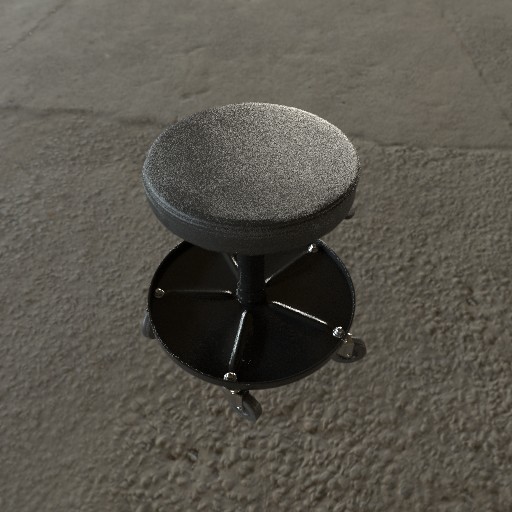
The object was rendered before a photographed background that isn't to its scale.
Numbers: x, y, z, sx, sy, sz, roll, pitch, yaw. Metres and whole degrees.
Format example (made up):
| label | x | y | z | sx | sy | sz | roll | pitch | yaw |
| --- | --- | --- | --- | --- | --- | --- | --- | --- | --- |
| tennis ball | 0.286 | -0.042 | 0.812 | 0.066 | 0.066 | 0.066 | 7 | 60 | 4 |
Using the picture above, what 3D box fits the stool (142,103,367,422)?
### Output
| label | x | y | z | sx | sy | sz | roll | pitch | yaw |
| --- | --- | --- | --- | --- | --- | --- | --- | --- | --- |
| stool | 0.000 | 0.000 | 0.682 | 0.382 | 0.365 | 0.381 | 5 | 47 | 4 |
